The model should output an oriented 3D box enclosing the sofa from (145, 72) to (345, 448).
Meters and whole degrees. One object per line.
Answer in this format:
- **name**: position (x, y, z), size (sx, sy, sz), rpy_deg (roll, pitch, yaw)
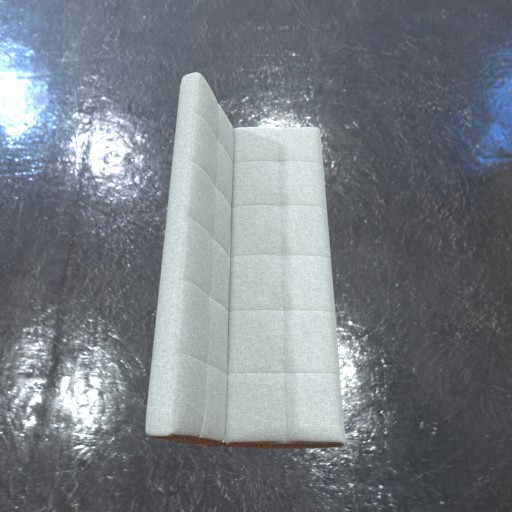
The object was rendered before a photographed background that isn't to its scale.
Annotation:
- **sofa**: position (0.000, 0.000, 2.295), size (0.800, 0.800, 1.820), rpy_deg (0, 64, 0)
